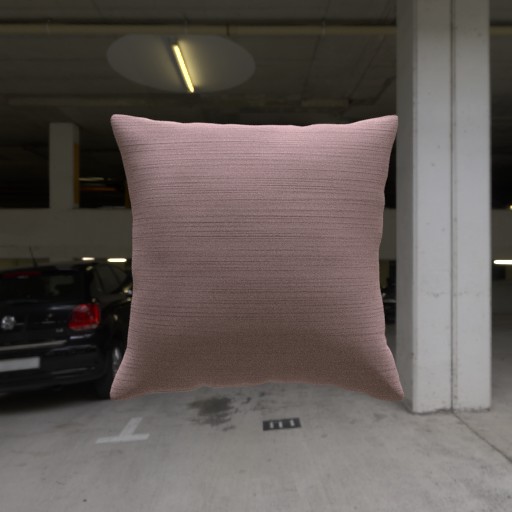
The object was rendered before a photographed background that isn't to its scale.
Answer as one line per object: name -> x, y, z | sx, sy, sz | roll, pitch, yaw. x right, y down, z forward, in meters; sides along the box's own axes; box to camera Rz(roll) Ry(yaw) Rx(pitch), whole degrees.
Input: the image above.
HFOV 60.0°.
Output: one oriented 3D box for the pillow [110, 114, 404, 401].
pillow -> 0.000, 0.000, 0.716 | 0.470, 0.464, 0.175 | 0, 0, -1
